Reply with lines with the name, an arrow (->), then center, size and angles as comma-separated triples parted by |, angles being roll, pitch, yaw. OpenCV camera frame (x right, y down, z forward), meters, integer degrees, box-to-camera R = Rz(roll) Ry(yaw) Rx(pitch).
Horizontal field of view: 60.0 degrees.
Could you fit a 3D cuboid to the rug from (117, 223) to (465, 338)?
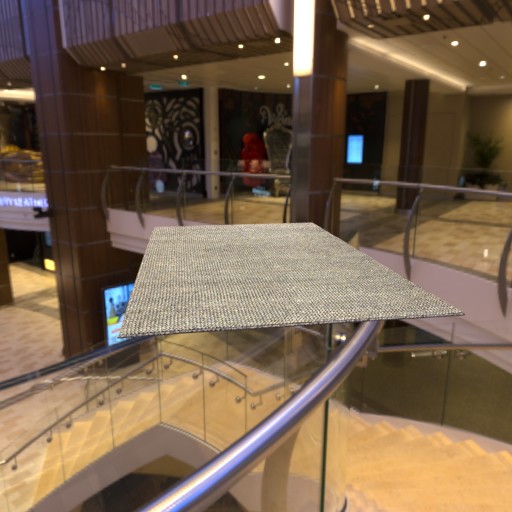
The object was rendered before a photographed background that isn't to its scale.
rug -> 0.000, 0.000, 3.071 | 1.538, 0.021, 2.443 | -2, 14, -9
